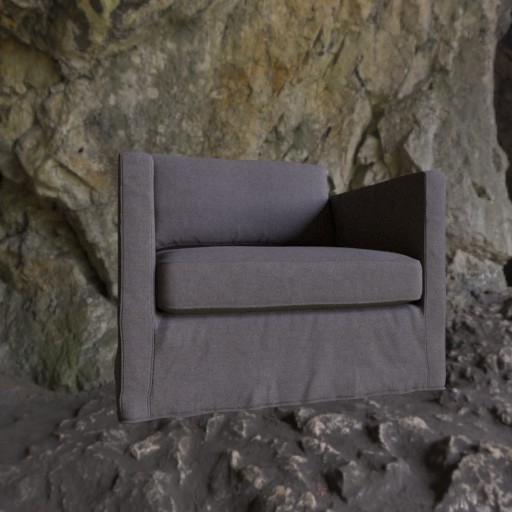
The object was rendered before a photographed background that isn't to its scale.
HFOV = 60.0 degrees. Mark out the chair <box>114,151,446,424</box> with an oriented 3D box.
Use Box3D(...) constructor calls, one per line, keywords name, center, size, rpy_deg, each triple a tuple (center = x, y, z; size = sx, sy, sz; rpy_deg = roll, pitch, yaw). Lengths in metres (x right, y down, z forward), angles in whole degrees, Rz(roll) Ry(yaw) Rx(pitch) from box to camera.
Box3D(name="chair", center=(0.000, 0.000, 1.726), size=(1.057, 0.863, 0.949), rpy_deg=(0, 0, -17))
